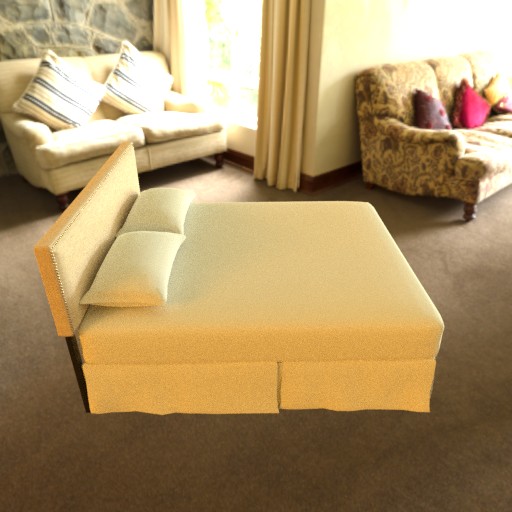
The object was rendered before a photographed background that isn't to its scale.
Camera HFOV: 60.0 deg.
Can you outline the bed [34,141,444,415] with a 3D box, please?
[{"bbox_3d":[0.000,0.000,2.775,1.876,1.016,1.616,-1,30,-1],"label":"bed"}]
